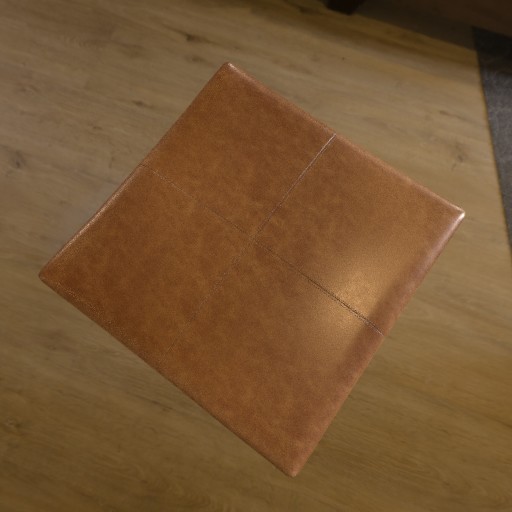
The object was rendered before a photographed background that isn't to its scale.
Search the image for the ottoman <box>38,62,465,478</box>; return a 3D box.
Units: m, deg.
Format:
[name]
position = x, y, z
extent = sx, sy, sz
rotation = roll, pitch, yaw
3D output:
[ottoman]
position = 0.000, 0.000, 1.825
extent = 1.168, 0.483, 1.169
rotation = 35, 78, 9
